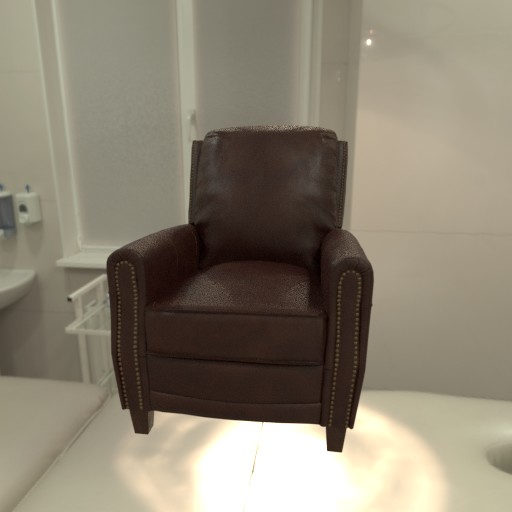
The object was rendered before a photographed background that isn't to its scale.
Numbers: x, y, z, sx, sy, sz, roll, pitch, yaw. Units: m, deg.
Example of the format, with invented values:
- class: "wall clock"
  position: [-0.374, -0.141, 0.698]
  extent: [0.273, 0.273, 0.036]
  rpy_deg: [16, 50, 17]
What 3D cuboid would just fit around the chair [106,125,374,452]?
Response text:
- class: "chair"
  position: [0.000, 0.000, 1.789]
  extent: [0.826, 1.022, 1.089]
  rpy_deg: [2, 16, 8]
